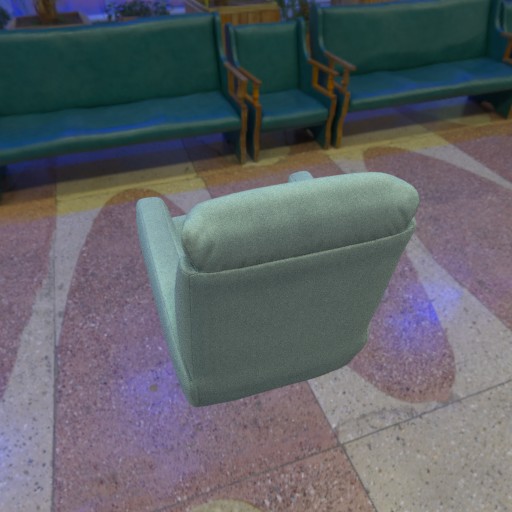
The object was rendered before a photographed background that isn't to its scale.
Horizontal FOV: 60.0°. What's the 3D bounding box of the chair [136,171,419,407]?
[{"bbox_3d":[0.000,0.000,1.647,0.812,1.013,0.940,-12,41,-13],"label":"chair"}]
